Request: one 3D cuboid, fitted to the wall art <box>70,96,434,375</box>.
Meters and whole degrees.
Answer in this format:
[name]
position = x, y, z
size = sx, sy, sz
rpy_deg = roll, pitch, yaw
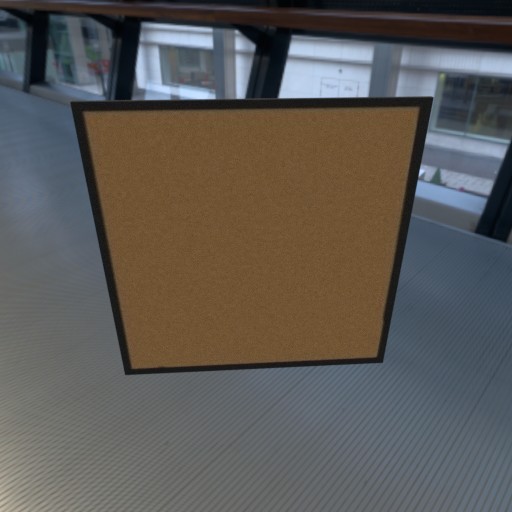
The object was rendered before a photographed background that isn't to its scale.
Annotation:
[wall art]
position = 0.000, 0.000, 1.213
size = 0.823, 0.823, 0.013
rpy_deg = -2, 30, -3
